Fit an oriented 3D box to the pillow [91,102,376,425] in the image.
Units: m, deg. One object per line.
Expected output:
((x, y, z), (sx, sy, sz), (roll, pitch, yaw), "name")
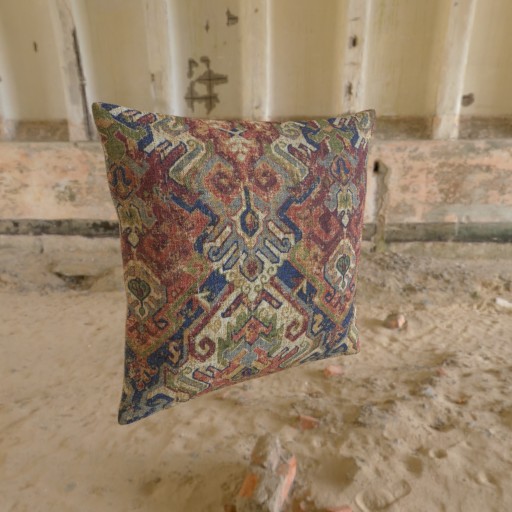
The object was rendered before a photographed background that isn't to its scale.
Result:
((0.000, 0.000, 0.786), (0.523, 0.506, 0.166), (-9, 18, -28), "pillow")
